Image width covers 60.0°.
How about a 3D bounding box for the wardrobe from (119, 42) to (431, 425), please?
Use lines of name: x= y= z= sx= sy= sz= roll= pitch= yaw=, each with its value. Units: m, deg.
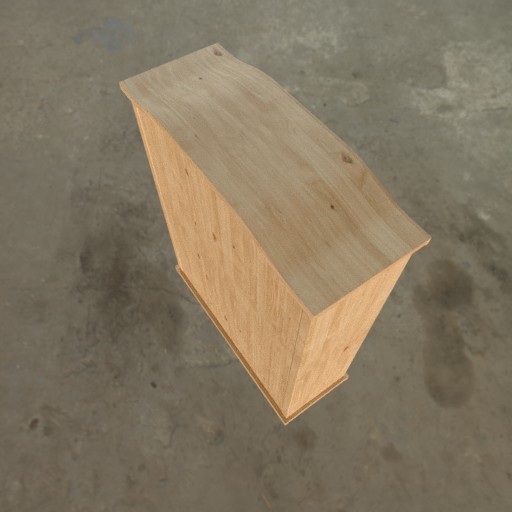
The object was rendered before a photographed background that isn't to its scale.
wardrobe: x=0.000 y=0.000 z=2.633 sx=0.570 sy=1.870 sz=1.500 roll=-31 pitch=63 yaw=-18
